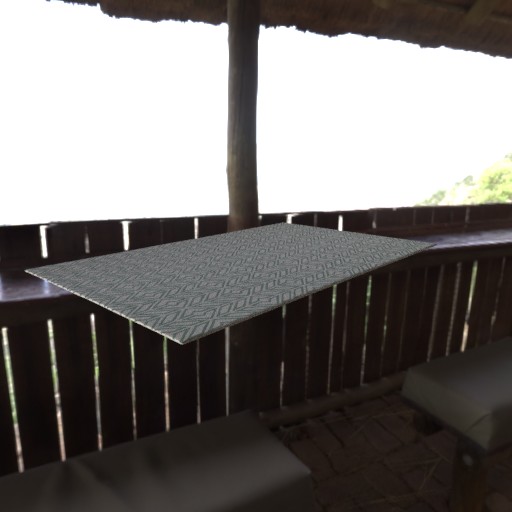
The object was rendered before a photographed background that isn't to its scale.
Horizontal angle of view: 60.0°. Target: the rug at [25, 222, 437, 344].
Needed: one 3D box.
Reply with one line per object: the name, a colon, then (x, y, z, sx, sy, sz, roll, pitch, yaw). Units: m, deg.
rug: (0.000, 0.000, 3.015, 1.517, 0.011, 2.435, 12, 18, 41)
